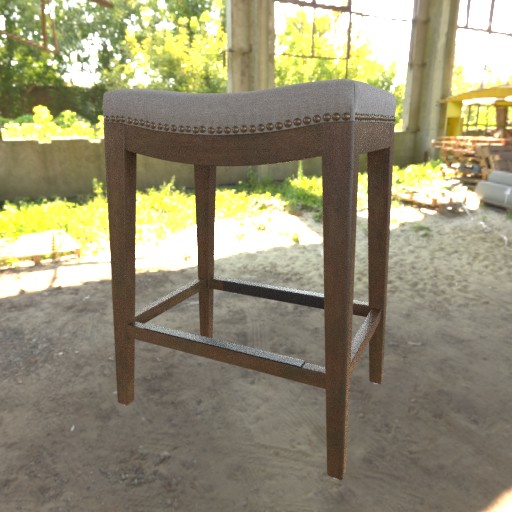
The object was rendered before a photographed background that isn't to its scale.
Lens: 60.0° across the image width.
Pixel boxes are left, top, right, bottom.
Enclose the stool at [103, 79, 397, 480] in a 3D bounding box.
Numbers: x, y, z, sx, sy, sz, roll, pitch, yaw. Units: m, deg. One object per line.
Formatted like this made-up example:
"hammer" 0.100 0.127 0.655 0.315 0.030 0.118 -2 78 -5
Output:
"stool" 0.000 0.000 0.934 0.508 0.660 0.356 8 18 25
